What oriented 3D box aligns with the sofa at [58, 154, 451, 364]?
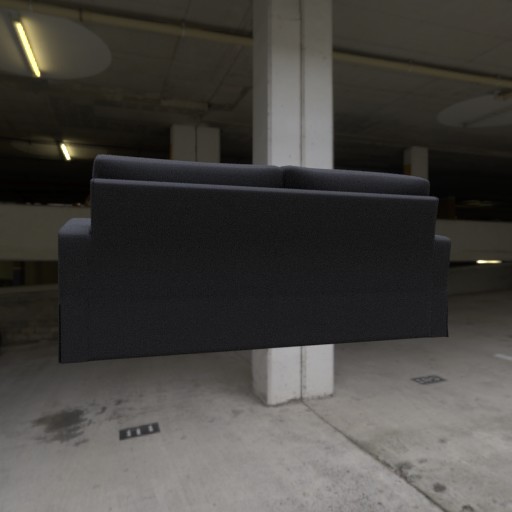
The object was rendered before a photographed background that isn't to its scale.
[{"bbox_3d":[0.000,0.000,2.339,1.852,0.839,0.898,0,0,-19],"label":"sofa"}]
